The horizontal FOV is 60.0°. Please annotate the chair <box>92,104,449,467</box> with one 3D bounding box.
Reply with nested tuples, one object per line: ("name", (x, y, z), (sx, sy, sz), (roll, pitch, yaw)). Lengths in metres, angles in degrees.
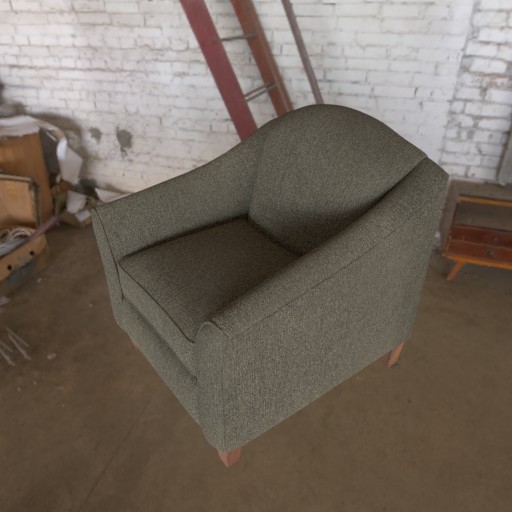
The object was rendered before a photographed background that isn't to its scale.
("chair", (0.000, 0.000, 1.421), (0.787, 0.839, 0.763), (-22, 37, -31))
